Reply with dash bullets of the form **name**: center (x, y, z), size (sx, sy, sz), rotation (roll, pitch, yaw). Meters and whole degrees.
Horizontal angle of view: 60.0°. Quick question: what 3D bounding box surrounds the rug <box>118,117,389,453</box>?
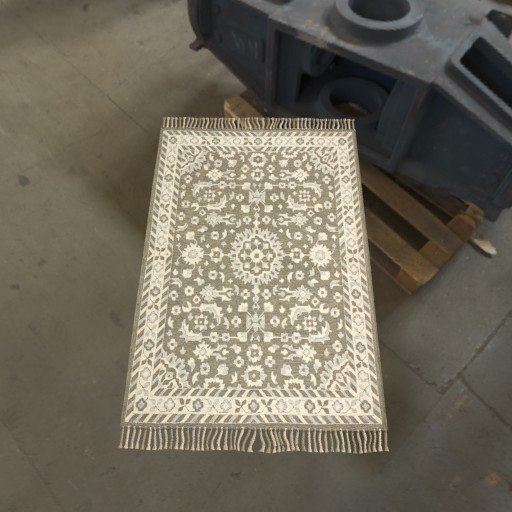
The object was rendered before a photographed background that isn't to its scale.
- **rug**: center (0.000, 0.000, 2.993), size (1.530, 0.025, 2.431), rotation (1, 64, 0)
